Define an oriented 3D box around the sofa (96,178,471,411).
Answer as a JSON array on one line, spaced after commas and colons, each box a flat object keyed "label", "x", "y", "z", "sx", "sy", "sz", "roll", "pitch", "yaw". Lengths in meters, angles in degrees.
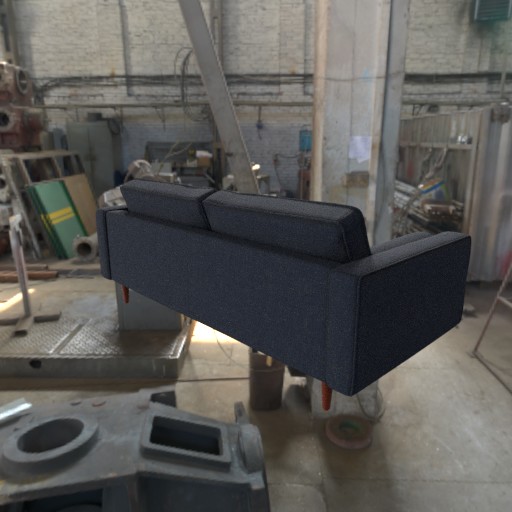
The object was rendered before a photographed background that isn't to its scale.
[{"label": "sofa", "x": 0.000, "y": 0.000, "z": 2.367, "sx": 0.914, "sy": 0.762, "sz": 1.880, "roll": -14, "pitch": 21, "yaw": -42}]
